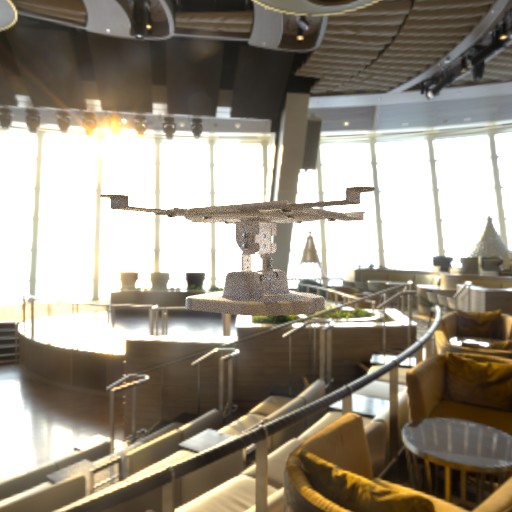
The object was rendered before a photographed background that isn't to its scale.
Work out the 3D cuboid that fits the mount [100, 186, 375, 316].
[{"bbox_3d":[0.000,0.000,0.616,0.394,0.141,0.394,0,1,36],"label":"mount"}]
